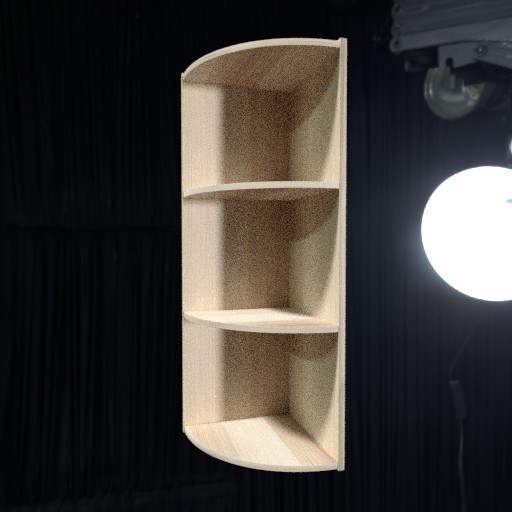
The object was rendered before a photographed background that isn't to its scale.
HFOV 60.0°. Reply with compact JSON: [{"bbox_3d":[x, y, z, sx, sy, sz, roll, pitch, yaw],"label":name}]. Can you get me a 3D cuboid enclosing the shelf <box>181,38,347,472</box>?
[{"bbox_3d":[0.000,0.000,0.992,0.290,0.872,0.290,-1,2,-17],"label":"shelf"}]
